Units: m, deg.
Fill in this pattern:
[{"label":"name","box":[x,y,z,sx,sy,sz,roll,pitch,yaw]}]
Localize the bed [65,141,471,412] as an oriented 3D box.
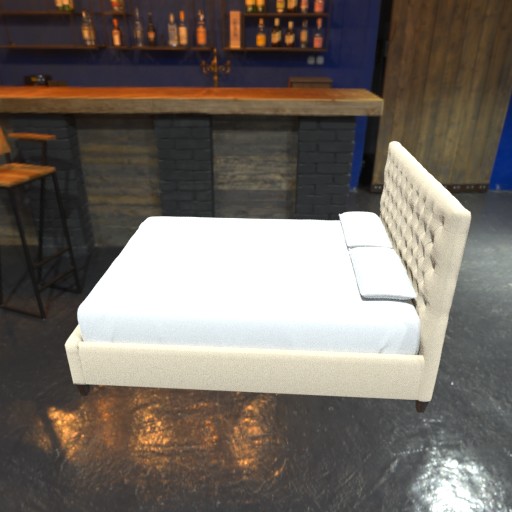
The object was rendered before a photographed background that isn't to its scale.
[{"label":"bed","box":[0.000,0.000,3.408,2.387,1.427,1.698,2,27,3]}]
